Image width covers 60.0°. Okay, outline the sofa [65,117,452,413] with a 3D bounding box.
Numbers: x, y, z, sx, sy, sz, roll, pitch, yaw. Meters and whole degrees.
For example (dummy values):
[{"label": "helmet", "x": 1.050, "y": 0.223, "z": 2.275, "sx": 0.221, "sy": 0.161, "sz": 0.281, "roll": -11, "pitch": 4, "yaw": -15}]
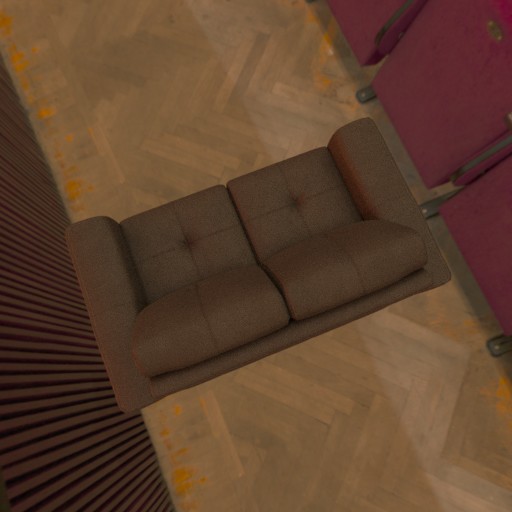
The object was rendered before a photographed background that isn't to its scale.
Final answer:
[{"label": "sofa", "x": 0.000, "y": 0.000, "z": 2.352, "sx": 1.806, "sy": 0.907, "sz": 1.018, "roll": -21, "pitch": 77, "yaw": -5}]
